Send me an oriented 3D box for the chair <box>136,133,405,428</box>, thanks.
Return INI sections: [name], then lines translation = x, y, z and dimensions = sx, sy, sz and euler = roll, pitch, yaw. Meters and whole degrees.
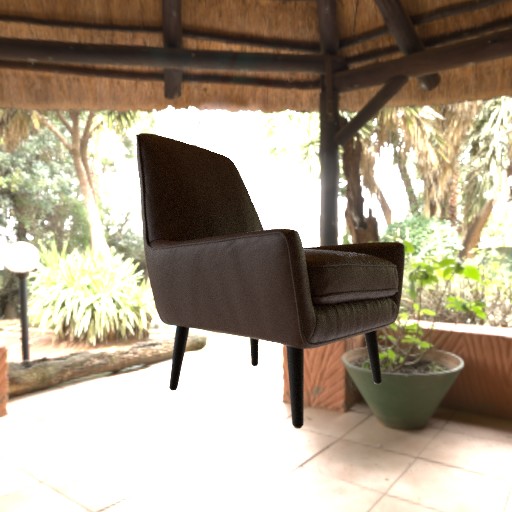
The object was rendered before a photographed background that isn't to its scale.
[chair]
translation = 0.000, 0.000, 1.541
dimensions = 0.824, 0.888, 0.787
euler = -1, -2, 37
